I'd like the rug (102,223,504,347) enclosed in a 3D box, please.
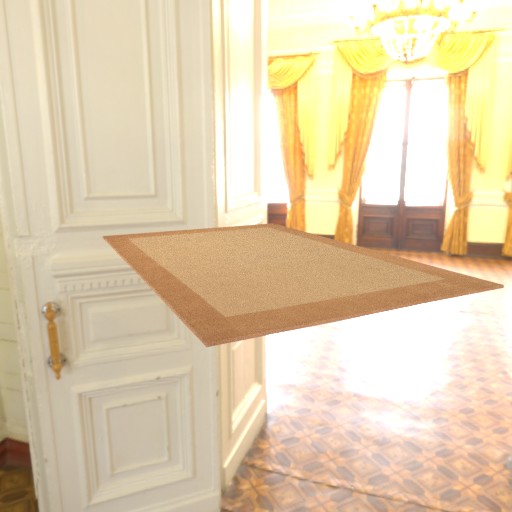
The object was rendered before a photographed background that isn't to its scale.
[{"bbox_3d":[0.000,0.000,2.234,1.219,0.014,1.829,-6,14,-26],"label":"rug"}]
